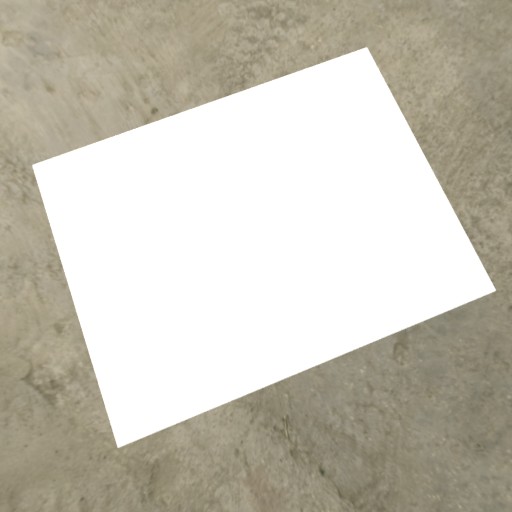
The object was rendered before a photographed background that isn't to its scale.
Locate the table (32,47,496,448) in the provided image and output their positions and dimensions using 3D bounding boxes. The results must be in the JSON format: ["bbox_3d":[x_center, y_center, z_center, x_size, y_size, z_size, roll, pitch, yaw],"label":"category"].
[{"bbox_3d":[0.000,0.000,0.773,0.517,0.357,0.399,-21,77,-5],"label":"table"}]
